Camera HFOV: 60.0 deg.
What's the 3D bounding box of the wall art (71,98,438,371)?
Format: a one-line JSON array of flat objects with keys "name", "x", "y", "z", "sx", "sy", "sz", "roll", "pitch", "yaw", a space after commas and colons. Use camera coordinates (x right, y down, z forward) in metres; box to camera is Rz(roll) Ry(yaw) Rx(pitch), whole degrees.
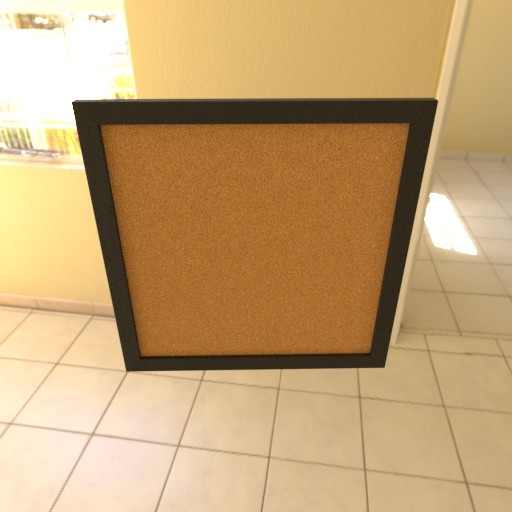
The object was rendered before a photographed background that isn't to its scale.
[{"name": "wall art", "x": 0.000, "y": 0.000, "z": 1.500, "sx": 1.016, "sy": 1.016, "sz": 0.038, "roll": -1, "pitch": 31, "yaw": -1}]
